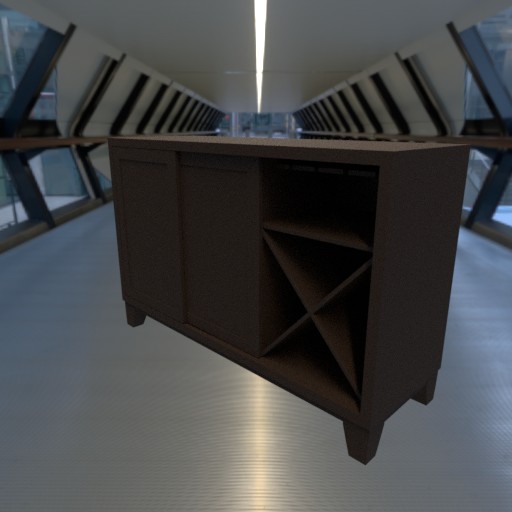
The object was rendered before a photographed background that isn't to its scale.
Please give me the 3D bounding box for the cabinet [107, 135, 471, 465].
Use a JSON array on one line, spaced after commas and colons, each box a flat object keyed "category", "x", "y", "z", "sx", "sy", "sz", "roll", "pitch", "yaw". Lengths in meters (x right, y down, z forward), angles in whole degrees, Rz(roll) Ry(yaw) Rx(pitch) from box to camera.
[{"category": "cabinet", "x": 0.000, "y": 0.000, "z": 1.810, "sx": 1.396, "sy": 0.914, "sz": 0.482, "roll": 16, "pitch": 23, "yaw": 42}]
